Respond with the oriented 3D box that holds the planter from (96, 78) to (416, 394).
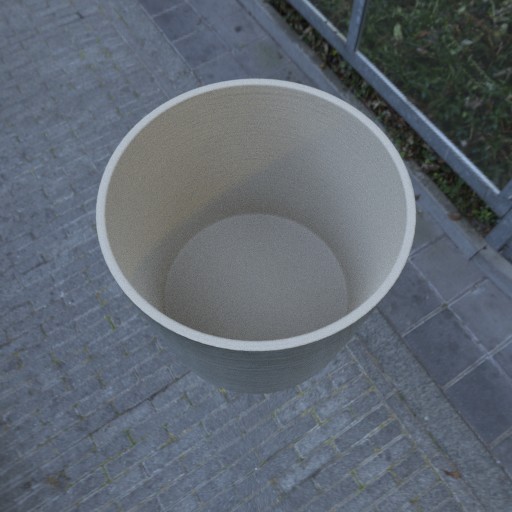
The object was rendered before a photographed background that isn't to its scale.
[{"bbox_3d":[0.000,0.000,0.400,0.221,0.201,0.221,0,64,0],"label":"planter"}]
